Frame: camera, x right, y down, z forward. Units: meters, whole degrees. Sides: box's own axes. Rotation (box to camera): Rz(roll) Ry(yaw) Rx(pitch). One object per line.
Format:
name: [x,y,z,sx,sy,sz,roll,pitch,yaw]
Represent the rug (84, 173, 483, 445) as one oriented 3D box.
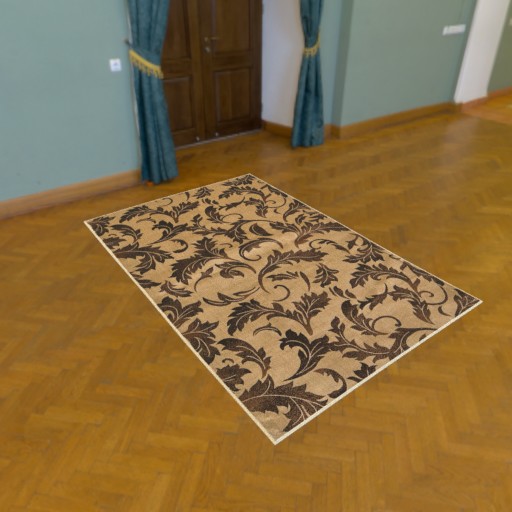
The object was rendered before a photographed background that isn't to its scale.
rug: [0.000,0.000,2.905,1.522,0.008,2.284,-22,39,-30]
